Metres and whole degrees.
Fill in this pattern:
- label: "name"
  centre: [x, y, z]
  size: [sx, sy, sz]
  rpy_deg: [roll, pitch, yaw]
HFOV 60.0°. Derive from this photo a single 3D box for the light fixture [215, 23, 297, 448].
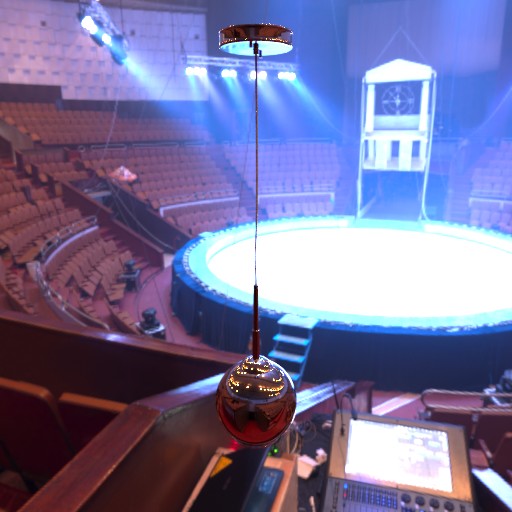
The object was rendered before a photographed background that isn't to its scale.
- label: "light fixture"
  centre: [0.000, 0.000, 1.674]
  size: [0.336, 1.538, 0.336]
  rpy_deg: [3, 15, 10]
